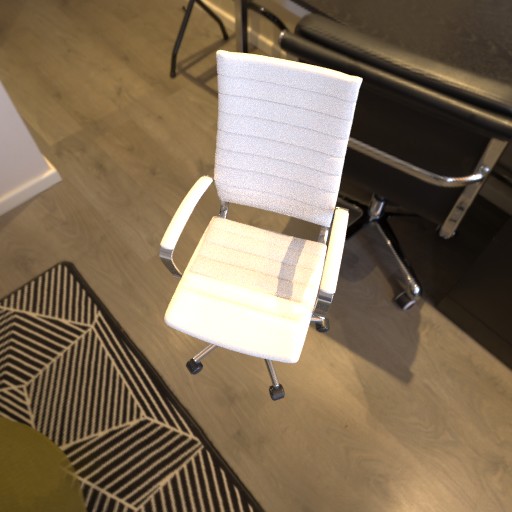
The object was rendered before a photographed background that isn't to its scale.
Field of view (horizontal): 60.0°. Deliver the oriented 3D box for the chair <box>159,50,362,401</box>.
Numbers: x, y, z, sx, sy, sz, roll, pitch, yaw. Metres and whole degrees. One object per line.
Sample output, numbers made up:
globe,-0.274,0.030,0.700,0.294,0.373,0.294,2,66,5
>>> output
chair,0.000,0.000,1.597,0.679,1.149,0.679,15,60,9
